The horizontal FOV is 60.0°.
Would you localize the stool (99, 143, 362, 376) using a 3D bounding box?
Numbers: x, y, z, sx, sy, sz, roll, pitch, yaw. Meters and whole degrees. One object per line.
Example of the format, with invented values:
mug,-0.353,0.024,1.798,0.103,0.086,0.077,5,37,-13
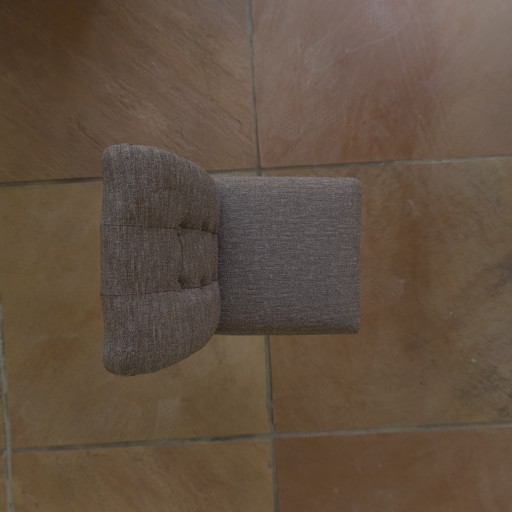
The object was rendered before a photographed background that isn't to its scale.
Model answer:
stool,0.000,0.000,1.311,0.611,0.970,0.457,0,91,0
